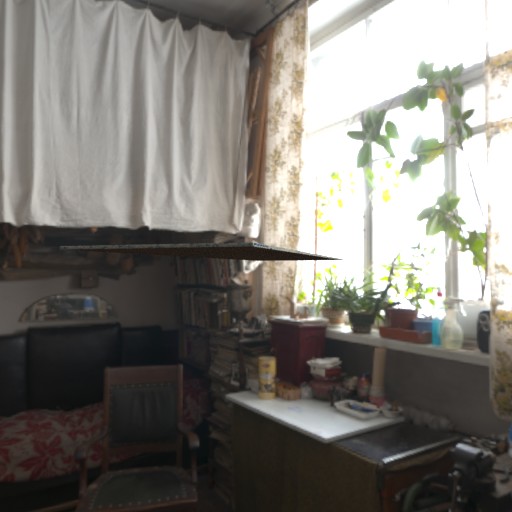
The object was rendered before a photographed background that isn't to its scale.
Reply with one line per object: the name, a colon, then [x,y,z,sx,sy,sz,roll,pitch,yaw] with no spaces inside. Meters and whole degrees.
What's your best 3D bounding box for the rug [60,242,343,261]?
rug: [0.000,0.000,2.705,0.770,0.013,2.434,-1,-2,18]
